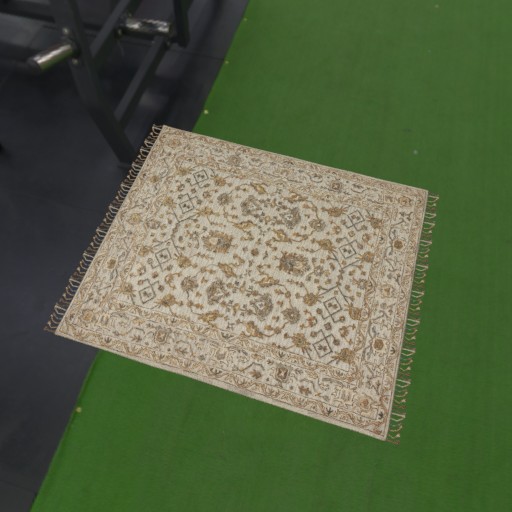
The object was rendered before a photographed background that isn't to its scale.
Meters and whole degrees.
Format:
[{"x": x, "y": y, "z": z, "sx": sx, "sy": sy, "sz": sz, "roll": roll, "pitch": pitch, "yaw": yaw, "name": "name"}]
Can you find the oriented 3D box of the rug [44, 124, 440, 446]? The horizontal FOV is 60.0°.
[{"x": 0.000, "y": 0.000, "z": 4.071, "sx": 3.061, "sy": 0.034, "sz": 2.426, "roll": 16, "pitch": 65, "yaw": 8, "name": "rug"}]
